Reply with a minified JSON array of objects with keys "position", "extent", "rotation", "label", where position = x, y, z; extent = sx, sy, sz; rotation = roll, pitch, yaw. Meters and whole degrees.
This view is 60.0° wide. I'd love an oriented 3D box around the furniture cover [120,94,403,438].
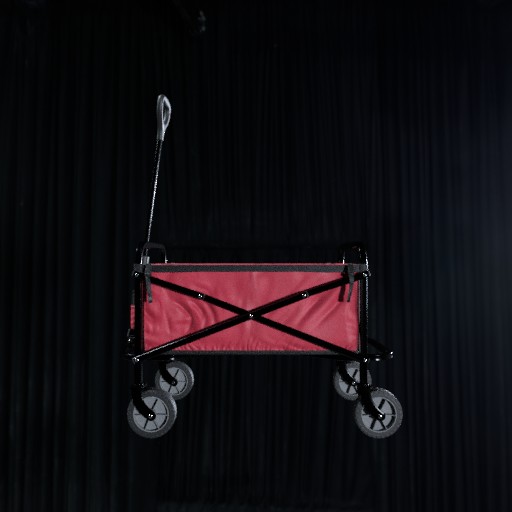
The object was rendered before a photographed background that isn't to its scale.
[{"position":[0.000,0.000,1.806],"extent":[1.038,1.295,0.532],"rotation":[0,-1,0],"label":"furniture cover"}]
